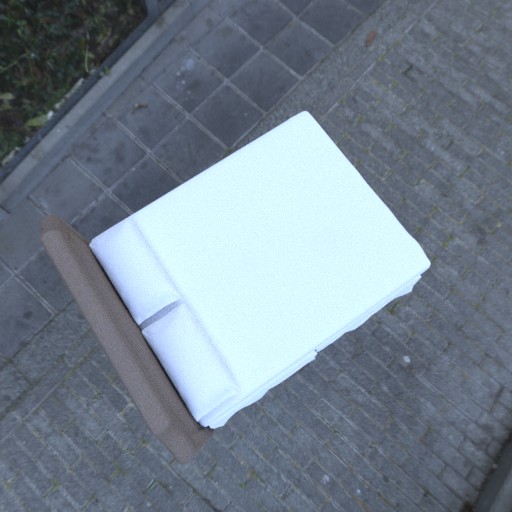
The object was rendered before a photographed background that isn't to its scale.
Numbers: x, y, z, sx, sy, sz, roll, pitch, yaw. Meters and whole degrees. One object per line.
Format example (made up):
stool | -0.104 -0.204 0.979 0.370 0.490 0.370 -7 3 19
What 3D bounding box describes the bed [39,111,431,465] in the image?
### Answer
bed | 0.000 0.000 3.112 2.116 1.290 1.693 -33 77 -9
